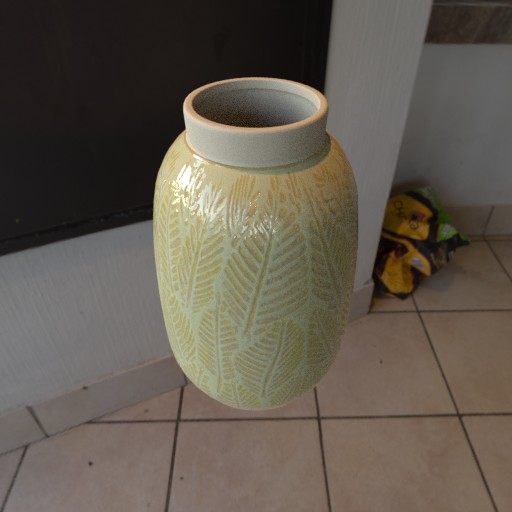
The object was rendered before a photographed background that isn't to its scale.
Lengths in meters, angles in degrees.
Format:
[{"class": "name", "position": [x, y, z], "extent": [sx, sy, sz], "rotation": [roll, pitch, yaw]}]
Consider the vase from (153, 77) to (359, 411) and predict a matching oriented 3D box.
[{"class": "vase", "position": [0.000, 0.000, 0.382], "extent": [0.172, 0.270, 0.172], "rotation": [0, 40, 0]}]
